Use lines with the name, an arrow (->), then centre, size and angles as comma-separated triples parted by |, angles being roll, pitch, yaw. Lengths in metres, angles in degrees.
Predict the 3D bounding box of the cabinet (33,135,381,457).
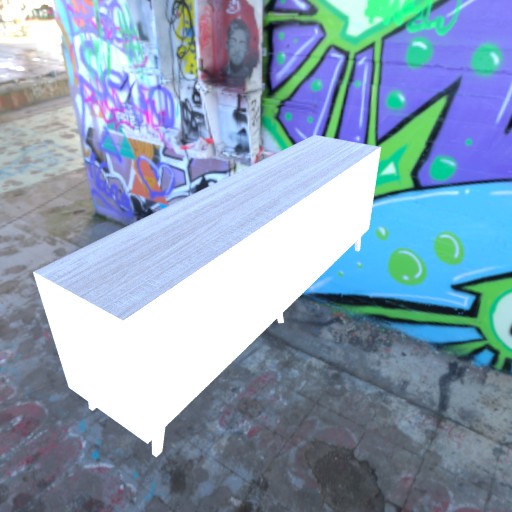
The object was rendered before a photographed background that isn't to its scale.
cabinet -> 0.000, 0.000, 2.509 | 0.500, 0.780, 2.200 | 20, 36, 29
